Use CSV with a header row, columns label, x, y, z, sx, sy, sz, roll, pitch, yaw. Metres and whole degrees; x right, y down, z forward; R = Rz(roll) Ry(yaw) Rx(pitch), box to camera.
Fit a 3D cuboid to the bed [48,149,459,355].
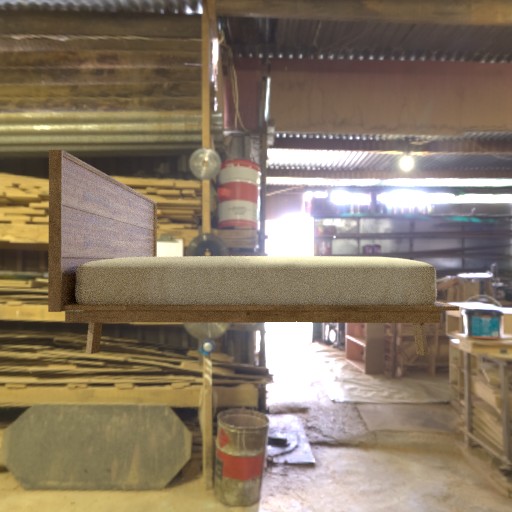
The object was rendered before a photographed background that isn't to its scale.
label,x,y,z,sx,sy,sz,roll,pitch,yaw
bed,0.000,0.000,3.372,2.167,1.100,2.116,0,-1,1
